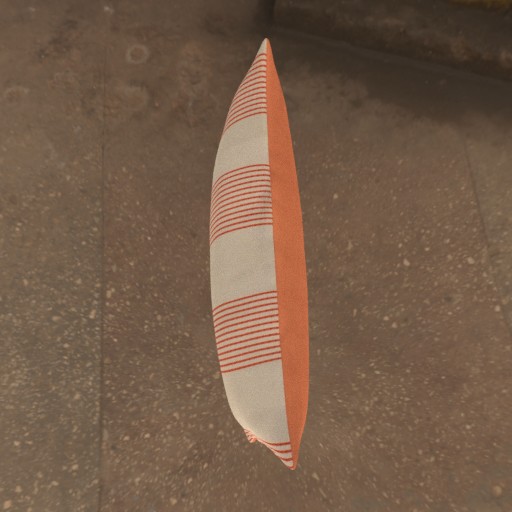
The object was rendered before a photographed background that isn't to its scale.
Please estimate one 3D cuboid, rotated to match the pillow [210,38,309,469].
[{"bbox_3d":[0.000,0.000,0.734,0.156,0.292,0.608,-3,74,-1],"label":"pillow"}]
